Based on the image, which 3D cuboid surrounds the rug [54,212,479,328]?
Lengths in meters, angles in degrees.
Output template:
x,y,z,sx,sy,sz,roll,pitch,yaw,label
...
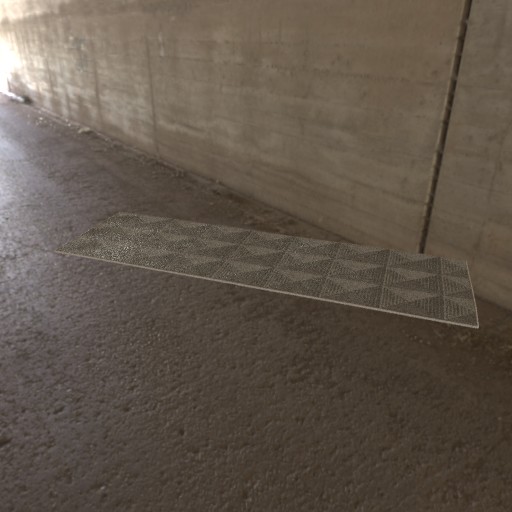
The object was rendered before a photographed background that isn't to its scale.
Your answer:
x,y,z,sx,sy,sz,roll,pitch,yaw,label
0.000,0.000,2.424,2.182,0.015,0.645,9,28,17,rug
